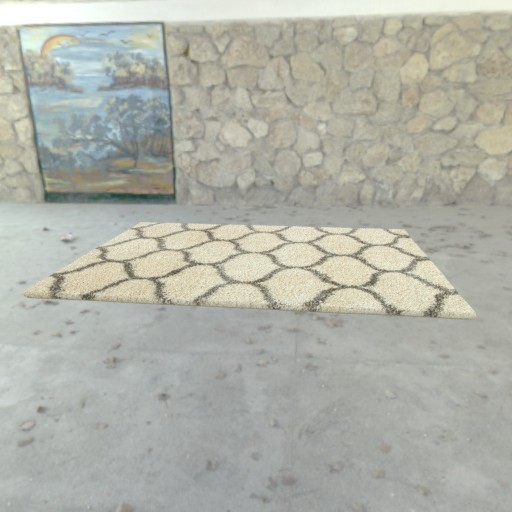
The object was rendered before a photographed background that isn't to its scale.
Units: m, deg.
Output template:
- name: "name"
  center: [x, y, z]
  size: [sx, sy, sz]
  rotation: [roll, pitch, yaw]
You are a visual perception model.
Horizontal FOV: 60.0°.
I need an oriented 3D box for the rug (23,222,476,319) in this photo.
- name: "rug"
  center: [0.000, 0.000, 2.105]
  size: [1.600, 0.025, 1.200]
  rotation: [2, 17, 7]
